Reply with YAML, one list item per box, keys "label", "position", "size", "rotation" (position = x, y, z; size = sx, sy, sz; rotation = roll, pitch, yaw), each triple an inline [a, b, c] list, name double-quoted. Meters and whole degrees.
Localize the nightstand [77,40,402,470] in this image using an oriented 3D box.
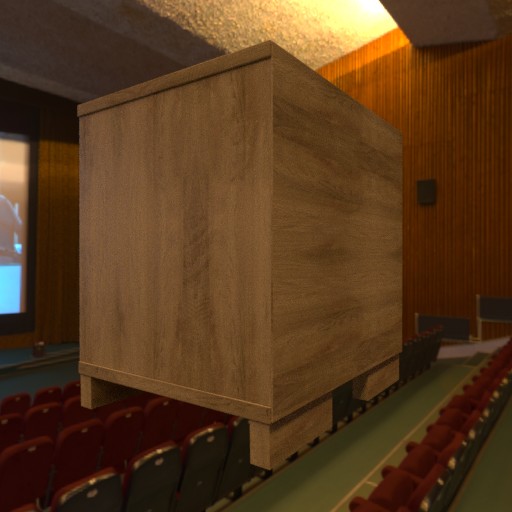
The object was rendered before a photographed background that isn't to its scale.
- label: "nightstand"
  position: [0.000, 0.000, 0.730]
  size: [0.347, 0.448, 0.427]
  rotation: [0, 0, 36]
